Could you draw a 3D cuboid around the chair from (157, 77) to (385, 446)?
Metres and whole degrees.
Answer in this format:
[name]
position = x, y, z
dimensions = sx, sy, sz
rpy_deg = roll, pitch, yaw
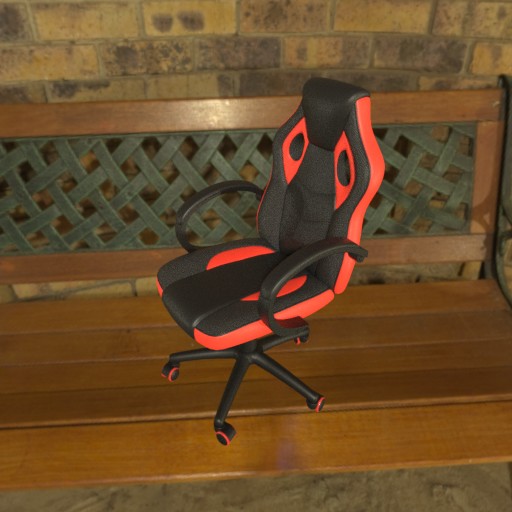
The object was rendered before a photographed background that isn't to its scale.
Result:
[chair]
position = 0.000, 0.000, 1.427
dimensions = 0.642, 1.016, 0.600
rpy_deg = -21, 38, -29
